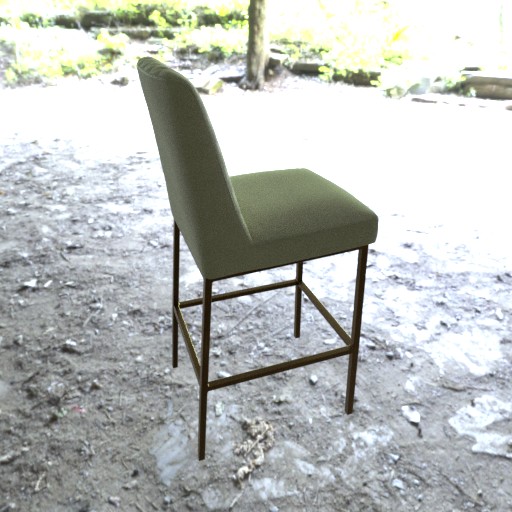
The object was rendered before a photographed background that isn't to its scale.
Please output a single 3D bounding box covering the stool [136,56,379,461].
[{"bbox_3d":[0.000,0.000,1.322,0.546,1.084,0.462,-10,31,-17],"label":"stool"}]
